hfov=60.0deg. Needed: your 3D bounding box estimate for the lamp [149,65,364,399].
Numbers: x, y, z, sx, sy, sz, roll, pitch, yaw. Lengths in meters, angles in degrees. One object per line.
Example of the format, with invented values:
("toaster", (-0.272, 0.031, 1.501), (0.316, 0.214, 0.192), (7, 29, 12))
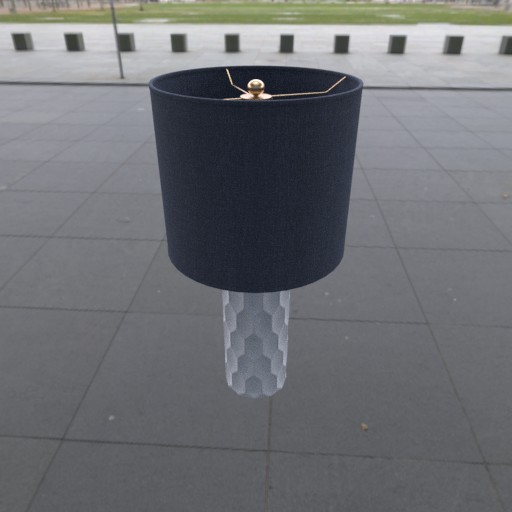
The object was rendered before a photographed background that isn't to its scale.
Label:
("lamp", (0.000, 0.000, 0.717), (0.277, 0.537, 0.277), (10, 32, 16))
